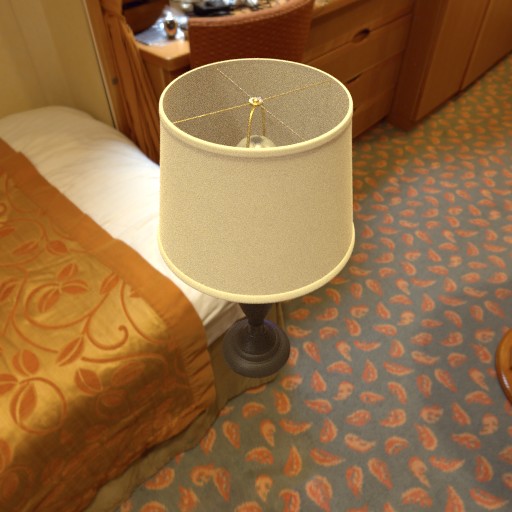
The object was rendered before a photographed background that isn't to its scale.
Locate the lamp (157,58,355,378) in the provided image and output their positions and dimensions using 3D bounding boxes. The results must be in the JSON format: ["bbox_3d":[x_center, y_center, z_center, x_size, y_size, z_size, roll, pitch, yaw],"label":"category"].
[{"bbox_3d":[0.000,0.000,0.813,0.335,0.611,0.335,0,46,0],"label":"lamp"}]
